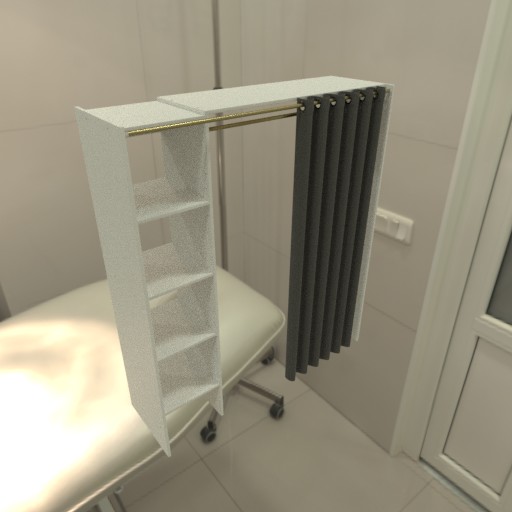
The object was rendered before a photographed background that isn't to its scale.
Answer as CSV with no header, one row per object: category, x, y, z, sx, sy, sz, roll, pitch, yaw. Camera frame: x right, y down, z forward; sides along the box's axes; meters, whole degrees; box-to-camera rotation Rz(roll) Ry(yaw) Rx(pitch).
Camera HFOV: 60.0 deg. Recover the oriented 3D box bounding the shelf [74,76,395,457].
shelf,0.000,0.000,2.609,1.600,1.810,0.500,-21,36,-33
